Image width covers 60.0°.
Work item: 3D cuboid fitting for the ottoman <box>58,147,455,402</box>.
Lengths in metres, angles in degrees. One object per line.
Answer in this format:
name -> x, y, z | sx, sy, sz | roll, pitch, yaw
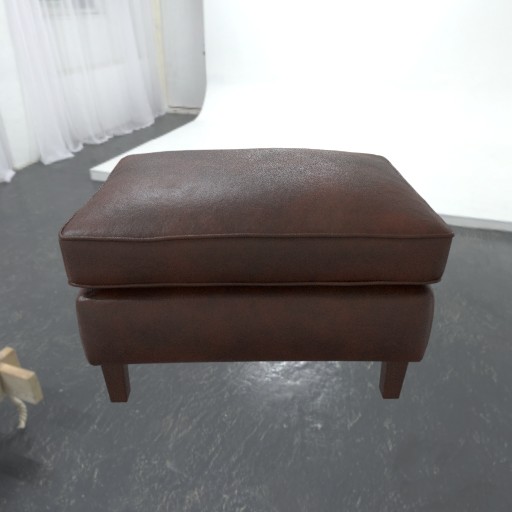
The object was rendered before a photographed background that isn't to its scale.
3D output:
ottoman -> 0.000, 0.000, 0.987 | 0.665, 0.432, 0.501 | 0, 29, -1
